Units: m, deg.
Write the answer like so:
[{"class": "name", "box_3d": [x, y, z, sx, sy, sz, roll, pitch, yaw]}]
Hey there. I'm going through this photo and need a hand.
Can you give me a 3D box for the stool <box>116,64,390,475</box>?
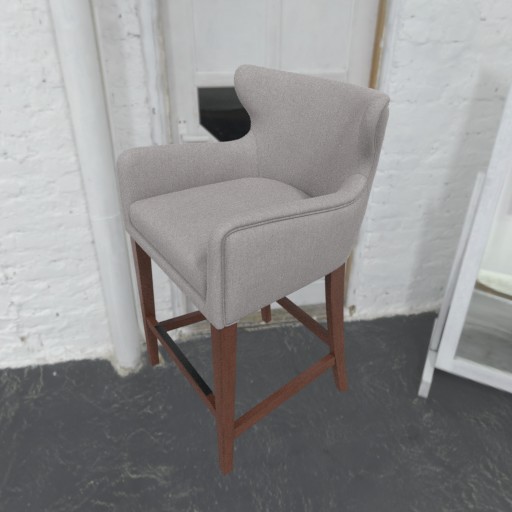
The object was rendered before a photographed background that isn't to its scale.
[{"class": "stool", "box_3d": [0.000, 0.000, 1.287, 0.575, 0.951, 0.575, -19, 36, -29]}]
